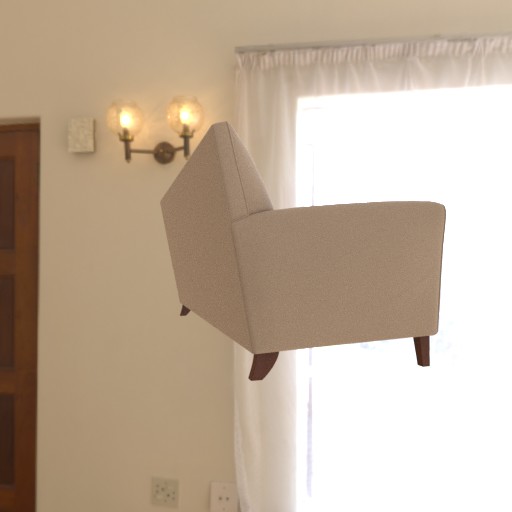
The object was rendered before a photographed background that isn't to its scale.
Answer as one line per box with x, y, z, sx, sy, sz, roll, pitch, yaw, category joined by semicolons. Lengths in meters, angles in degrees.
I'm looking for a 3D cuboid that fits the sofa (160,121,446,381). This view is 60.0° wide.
0.000;0.000;2.431;0.875;0.846;2.000;0;-1;-17;sofa
